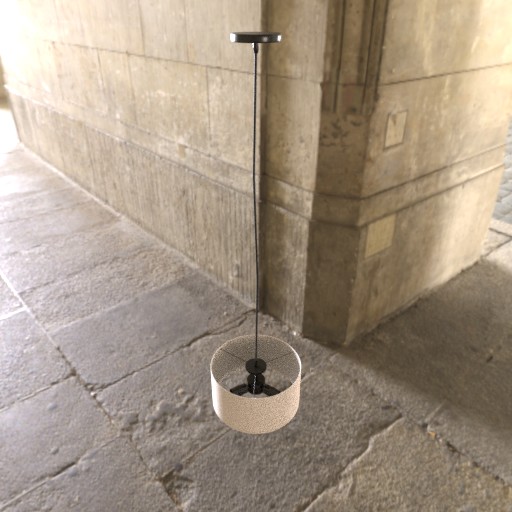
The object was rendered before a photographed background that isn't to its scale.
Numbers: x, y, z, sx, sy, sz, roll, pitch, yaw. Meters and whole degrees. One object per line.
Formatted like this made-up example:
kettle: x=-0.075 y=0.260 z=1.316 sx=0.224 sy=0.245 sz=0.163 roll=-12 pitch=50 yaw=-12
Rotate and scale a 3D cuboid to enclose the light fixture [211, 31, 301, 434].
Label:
light fixture: x=0.000 y=0.000 z=1.685 sx=0.399 sy=1.516 sz=0.399 roll=0 pitch=30 yaw=0
